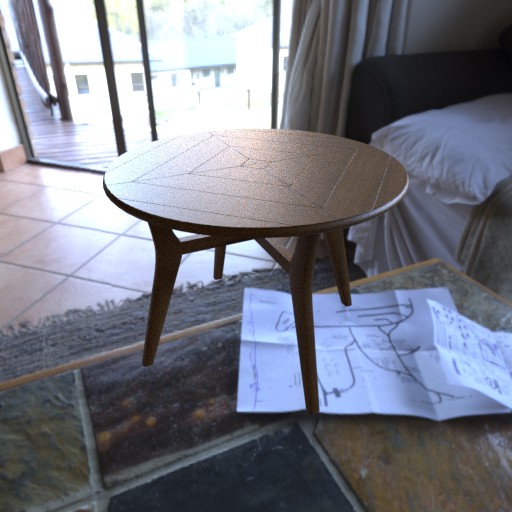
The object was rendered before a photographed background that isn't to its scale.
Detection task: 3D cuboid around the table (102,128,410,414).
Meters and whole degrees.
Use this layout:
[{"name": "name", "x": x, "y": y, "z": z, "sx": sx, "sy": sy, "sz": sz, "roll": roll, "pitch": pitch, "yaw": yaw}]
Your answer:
[{"name": "table", "x": 0.000, "y": 0.000, "z": 1.770, "sx": 1.055, "sy": 0.757, "sz": 1.055, "roll": 0, "pitch": 30, "yaw": 0}]
